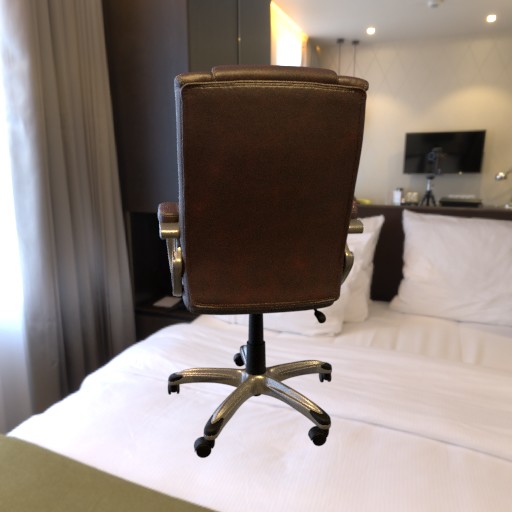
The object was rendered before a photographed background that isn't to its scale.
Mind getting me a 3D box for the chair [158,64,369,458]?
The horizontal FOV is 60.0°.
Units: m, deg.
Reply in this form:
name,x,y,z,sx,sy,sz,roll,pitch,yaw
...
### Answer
name,x,y,z,sx,sy,sz,roll,pitch,yaw
chair,0.000,0.000,1.539,0.656,1.128,0.692,-2,13,-9
